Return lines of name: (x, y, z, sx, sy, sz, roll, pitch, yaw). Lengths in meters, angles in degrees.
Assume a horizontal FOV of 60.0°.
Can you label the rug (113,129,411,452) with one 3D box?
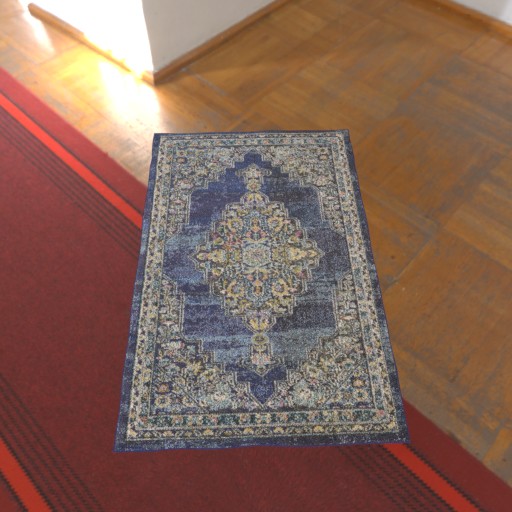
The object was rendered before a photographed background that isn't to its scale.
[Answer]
rug: (0.000, 0.000, 2.214, 1.184, 0.012, 1.781, -1, 58, -1)
